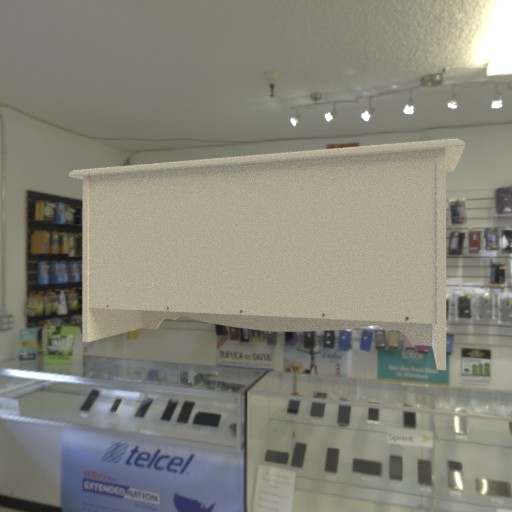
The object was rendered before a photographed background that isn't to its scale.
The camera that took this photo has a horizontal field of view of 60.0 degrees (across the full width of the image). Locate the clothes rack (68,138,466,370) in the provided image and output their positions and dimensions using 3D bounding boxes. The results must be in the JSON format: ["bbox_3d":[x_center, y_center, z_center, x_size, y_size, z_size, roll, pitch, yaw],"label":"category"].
[{"bbox_3d":[0.000,0.000,1.339,1.120,0.531,0.324,0,0,20],"label":"clothes rack"}]
